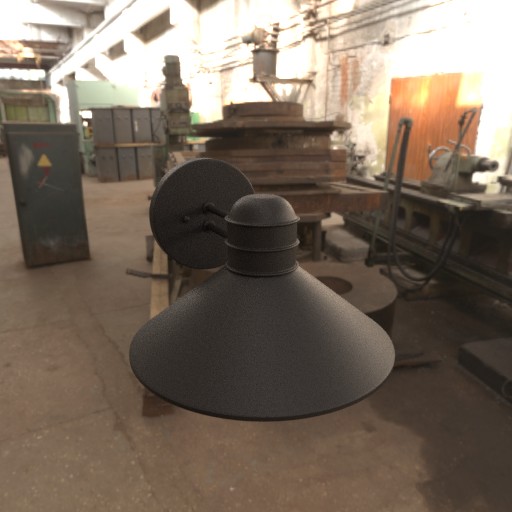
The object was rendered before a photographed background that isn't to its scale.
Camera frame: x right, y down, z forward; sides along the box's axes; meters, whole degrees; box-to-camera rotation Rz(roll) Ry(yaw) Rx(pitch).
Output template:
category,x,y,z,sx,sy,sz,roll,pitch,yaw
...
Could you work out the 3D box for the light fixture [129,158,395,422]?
category,x,y,z,sx,sy,sz,roll,pitch,yaw
light fixture,0.000,0.000,0.668,0.396,0.265,0.434,-8,18,-26
